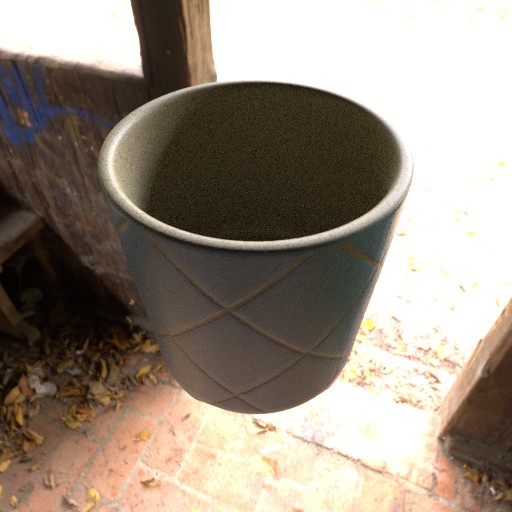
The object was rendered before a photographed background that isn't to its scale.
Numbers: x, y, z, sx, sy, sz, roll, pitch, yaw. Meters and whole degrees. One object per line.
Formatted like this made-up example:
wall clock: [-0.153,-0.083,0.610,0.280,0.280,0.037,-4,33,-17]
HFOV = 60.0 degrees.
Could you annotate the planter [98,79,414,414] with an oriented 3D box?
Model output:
planter: [0.000,0.000,0.409,0.227,0.235,0.227,0,45,0]
